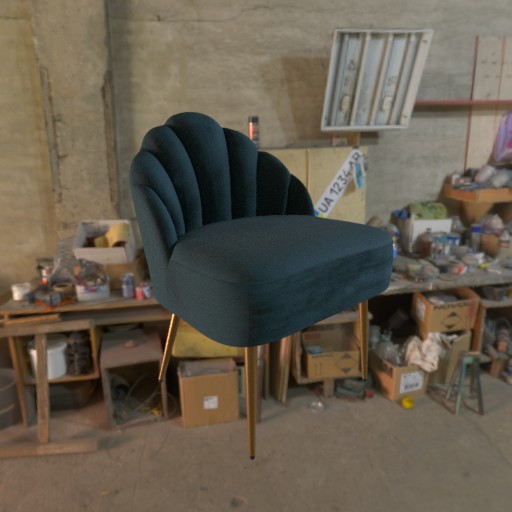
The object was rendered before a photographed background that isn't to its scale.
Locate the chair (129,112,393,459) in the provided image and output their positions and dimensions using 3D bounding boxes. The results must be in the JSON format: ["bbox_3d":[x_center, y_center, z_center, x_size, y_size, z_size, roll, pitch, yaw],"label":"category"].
[{"bbox_3d":[0.000,0.000,1.285,0.599,0.819,0.657,14,20,43],"label":"chair"}]
